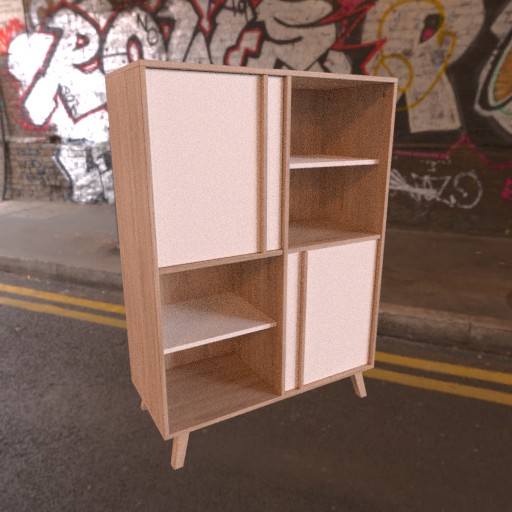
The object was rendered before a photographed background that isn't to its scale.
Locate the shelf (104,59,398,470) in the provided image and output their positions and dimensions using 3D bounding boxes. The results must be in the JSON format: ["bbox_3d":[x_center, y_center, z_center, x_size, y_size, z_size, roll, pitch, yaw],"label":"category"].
[{"bbox_3d":[0.000,0.000,1.841,1.000,1.390,0.450,-9,19,-28],"label":"shelf"}]
